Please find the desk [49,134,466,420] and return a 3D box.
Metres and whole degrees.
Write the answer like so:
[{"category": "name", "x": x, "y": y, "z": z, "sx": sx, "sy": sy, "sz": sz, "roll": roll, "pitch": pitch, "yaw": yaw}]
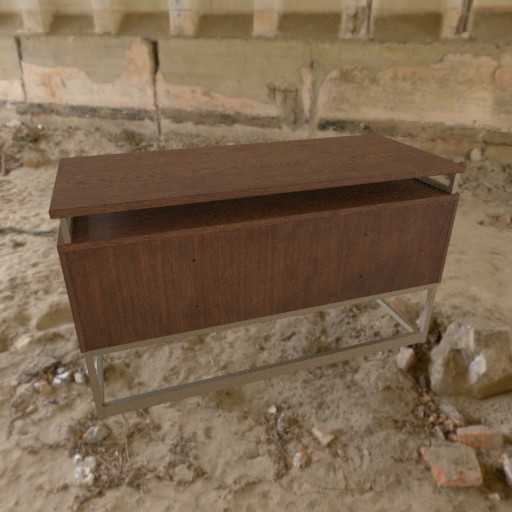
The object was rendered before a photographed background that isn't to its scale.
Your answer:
[{"category": "desk", "x": 0.000, "y": 0.000, "z": 1.825, "sx": 1.384, "sy": 0.792, "sz": 0.610, "roll": -9, "pitch": 28, "yaw": -17}]
